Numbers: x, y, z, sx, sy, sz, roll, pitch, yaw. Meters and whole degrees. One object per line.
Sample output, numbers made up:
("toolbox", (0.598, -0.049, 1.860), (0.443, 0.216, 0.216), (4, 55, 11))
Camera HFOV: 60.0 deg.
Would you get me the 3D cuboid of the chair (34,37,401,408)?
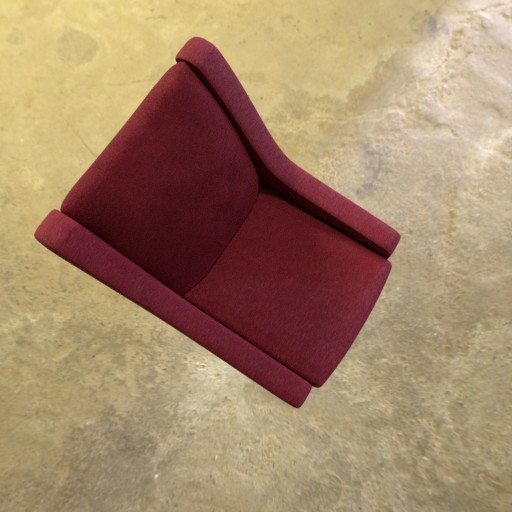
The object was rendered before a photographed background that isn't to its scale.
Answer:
("chair", (0.000, 0.000, 1.703), (0.985, 1.017, 0.793), (32, 78, 8))
